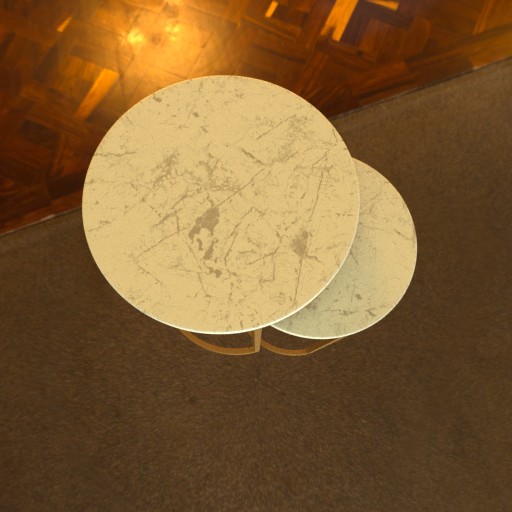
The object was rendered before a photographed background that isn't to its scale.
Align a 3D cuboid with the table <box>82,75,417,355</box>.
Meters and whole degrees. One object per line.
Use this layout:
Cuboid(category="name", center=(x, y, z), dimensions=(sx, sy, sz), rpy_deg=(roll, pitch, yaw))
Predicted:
Cuboid(category="table", center=(0.000, 0.000, 0.901), dimensions=(0.507, 0.550, 0.400), rpy_deg=(18, 75, 5))
